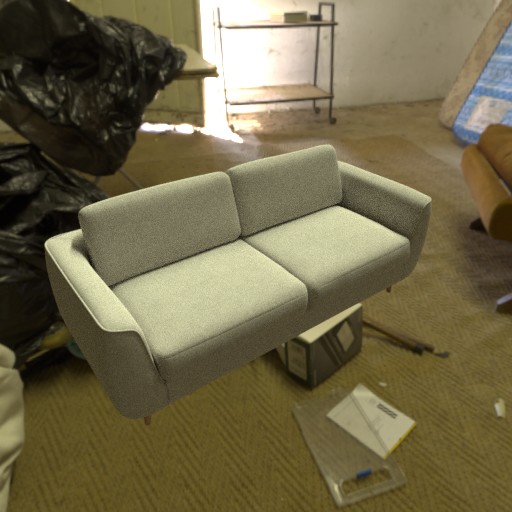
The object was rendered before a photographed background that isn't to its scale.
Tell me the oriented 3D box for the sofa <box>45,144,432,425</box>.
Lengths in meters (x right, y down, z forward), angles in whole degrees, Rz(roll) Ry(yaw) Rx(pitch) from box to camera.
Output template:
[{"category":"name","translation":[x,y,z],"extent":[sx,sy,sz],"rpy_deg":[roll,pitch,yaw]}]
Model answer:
[{"category":"sofa","translation":[0.000,0.000,2.442],"extent":[2.000,0.850,0.920],"rpy_deg":[-21,37,-31]}]
